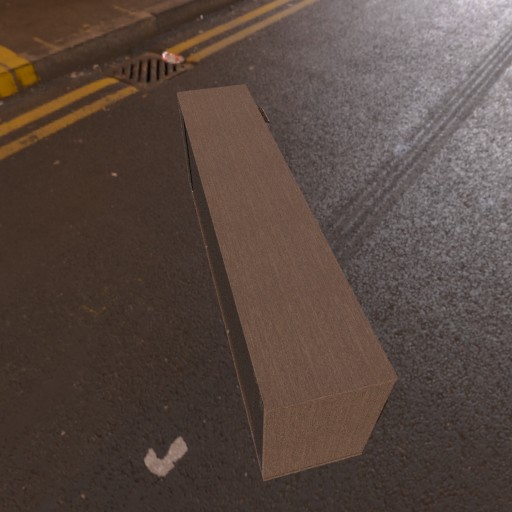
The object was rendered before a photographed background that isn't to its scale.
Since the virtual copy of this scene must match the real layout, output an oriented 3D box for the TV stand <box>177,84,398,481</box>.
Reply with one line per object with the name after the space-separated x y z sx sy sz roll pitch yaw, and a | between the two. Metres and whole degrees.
0.000 0.000 2.067 0.405 0.787 1.804 -10 47 -10 | TV stand
